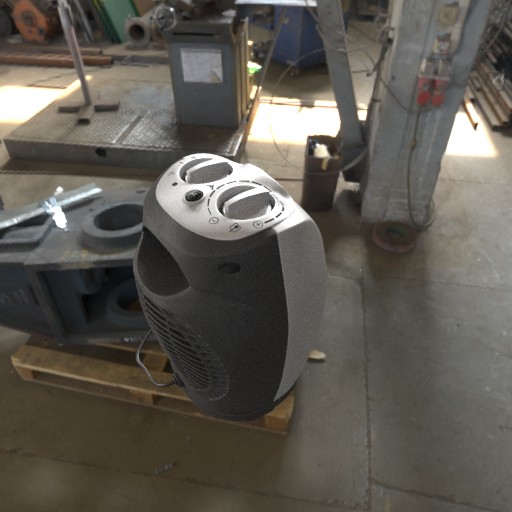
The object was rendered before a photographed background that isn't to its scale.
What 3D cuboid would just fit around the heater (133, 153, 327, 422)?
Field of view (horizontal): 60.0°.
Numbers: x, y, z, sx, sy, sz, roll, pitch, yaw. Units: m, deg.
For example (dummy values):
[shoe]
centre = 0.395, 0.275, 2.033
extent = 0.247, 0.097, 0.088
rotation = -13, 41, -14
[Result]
[heater]
centre = 0.000, 0.000, 0.491
extent = 0.291, 0.255, 0.239
rotation = -25, 46, -27
